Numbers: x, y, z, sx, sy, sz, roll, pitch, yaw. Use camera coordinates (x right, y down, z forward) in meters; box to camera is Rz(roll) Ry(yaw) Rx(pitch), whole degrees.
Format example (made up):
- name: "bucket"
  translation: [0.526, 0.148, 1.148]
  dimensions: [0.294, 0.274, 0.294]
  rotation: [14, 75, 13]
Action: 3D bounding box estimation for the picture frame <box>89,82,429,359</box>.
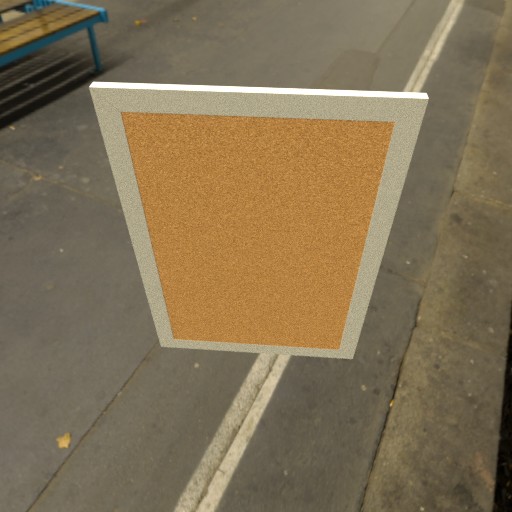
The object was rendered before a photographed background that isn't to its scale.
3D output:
- name: "picture frame"
  translation: [0.000, 0.000, 0.592]
  dimensions: [0.326, 0.459, 0.011]
  rotation: [3, 46, 3]
